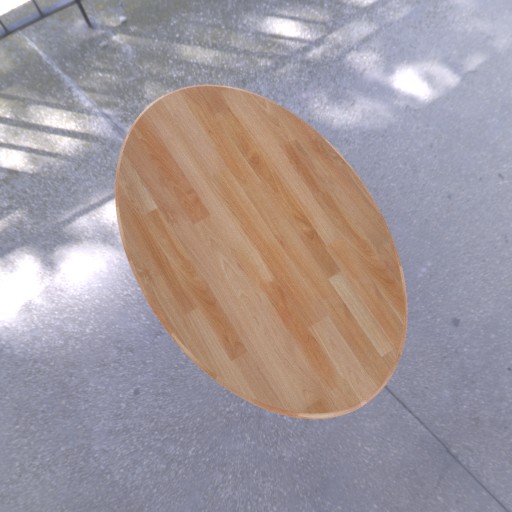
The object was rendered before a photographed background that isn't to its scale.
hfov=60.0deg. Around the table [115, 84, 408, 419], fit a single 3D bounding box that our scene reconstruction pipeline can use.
[{"bbox_3d":[0.000,0.000,1.431,0.690,0.490,1.040,-32,78,-7],"label":"table"}]
